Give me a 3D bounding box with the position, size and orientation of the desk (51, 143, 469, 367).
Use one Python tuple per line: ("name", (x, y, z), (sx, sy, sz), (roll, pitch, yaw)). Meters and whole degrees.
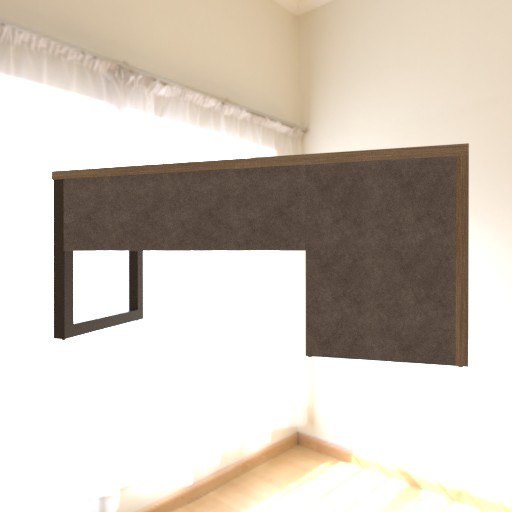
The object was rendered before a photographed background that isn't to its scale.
("desk", (0.000, 0.000, 2.063), (1.700, 0.760, 0.690), (0, 0, 17))
